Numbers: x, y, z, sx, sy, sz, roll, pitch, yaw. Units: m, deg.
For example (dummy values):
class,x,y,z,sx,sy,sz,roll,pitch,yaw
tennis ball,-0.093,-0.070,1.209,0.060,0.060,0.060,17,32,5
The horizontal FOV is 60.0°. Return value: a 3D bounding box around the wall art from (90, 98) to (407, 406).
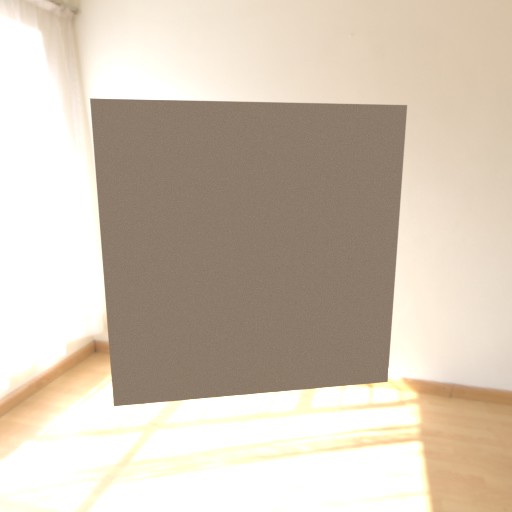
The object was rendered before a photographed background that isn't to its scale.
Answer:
class,x,y,z,sx,sy,sz,roll,pitch,yaw
wall art,0.000,0.000,0.541,0.355,0.355,0.027,-2,13,-10
